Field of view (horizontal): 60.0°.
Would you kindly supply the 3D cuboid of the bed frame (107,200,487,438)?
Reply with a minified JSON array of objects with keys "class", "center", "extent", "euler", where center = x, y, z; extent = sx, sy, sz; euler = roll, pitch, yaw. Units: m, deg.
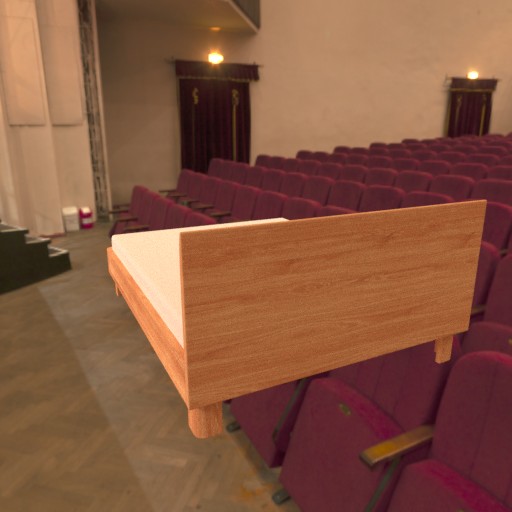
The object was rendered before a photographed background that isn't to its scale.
[{"class":"bed frame","center":[0.000,0.000,2.992],"extent":[1.660,0.940,2.092],"euler":[-8,18,-25]}]
